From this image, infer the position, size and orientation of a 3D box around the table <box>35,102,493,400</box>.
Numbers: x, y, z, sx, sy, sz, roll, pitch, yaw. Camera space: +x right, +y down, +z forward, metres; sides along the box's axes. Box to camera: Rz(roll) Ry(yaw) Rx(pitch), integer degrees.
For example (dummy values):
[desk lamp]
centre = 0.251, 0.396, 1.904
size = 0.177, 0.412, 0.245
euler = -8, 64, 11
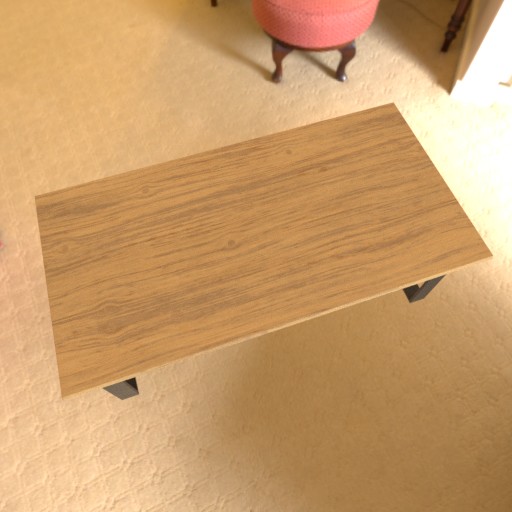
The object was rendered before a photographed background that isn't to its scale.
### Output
[table]
centre = 0.000, 0.000, 1.624
size = 1.331, 0.445, 0.693
euler = -17, 64, -8
